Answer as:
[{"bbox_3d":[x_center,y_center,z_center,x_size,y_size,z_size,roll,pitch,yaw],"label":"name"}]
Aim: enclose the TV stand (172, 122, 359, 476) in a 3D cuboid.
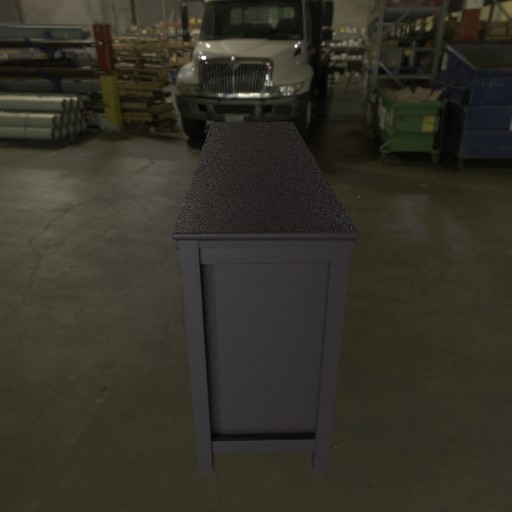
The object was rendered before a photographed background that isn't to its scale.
[{"bbox_3d":[0.000,0.000,1.499,0.347,0.681,1.198,-1,26,-1],"label":"TV stand"}]
